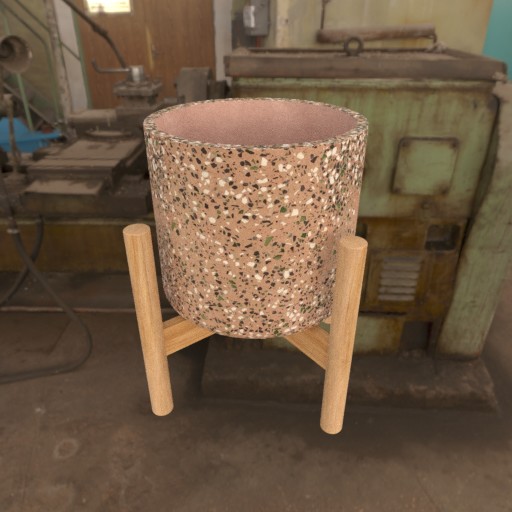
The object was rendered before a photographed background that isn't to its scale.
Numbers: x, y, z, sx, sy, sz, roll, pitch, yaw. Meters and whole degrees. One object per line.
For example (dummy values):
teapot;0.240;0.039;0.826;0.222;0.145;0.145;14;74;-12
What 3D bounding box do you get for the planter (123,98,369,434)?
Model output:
planter;0.000;0.000;0.526;0.284;0.320;0.284;-8;30;-13
